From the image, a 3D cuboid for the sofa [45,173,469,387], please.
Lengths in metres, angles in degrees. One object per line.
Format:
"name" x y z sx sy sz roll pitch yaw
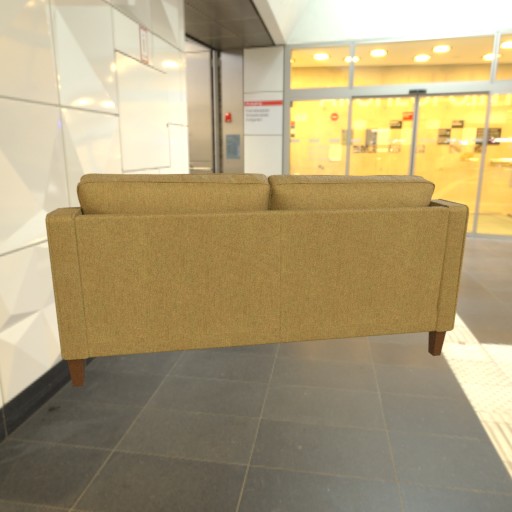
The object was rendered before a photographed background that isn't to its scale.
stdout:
"sofa" 0.000 0.000 2.816 2.181 1.074 1.073 -2 14 -10
